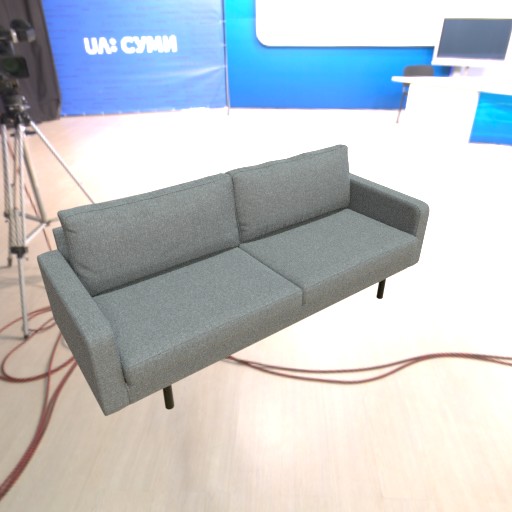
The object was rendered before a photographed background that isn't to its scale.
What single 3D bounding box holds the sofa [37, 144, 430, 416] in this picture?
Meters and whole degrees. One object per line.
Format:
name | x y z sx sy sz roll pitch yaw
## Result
sofa | 0.000 0.000 2.641 2.200 0.880 0.880 -20 36 -30
